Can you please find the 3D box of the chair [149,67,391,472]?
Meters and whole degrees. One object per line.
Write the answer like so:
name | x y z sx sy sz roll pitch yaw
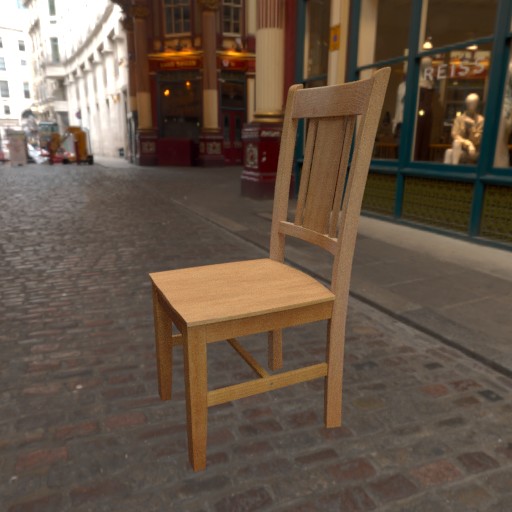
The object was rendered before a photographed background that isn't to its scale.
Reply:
chair | 0.000 0.000 1.292 0.556 0.998 0.450 -7 17 -24
